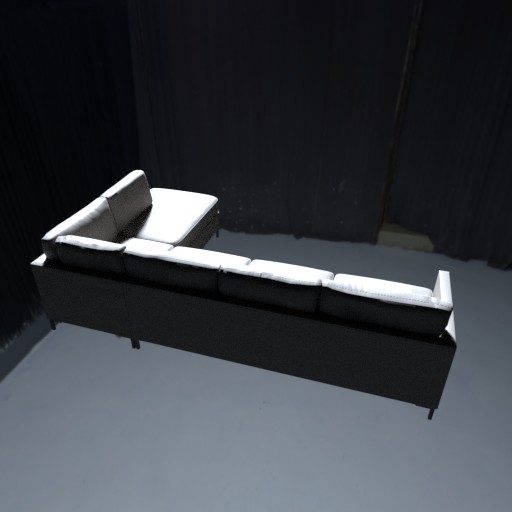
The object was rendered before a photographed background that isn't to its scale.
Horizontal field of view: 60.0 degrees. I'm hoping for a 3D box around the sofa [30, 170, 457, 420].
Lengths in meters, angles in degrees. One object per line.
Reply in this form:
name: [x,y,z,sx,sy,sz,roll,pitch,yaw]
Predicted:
sofa: [0.000,0.000,4.202,3.331,0.964,2.077,9,33,15]
